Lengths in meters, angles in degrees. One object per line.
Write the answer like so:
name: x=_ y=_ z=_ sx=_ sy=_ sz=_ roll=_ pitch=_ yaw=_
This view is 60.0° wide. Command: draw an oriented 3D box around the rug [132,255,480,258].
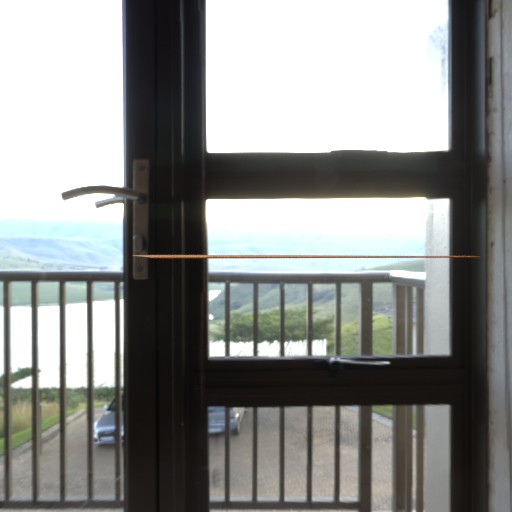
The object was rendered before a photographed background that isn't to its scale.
rug: x=0.000 y=0.000 z=3.018 sx=1.525 sy=0.007 sz=2.336 roll=0 pitch=0 yaw=-18
